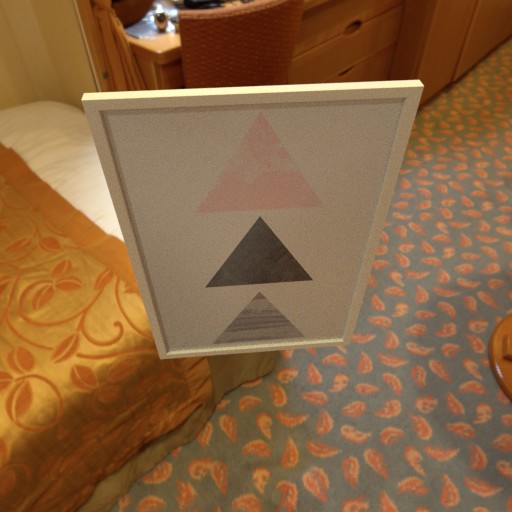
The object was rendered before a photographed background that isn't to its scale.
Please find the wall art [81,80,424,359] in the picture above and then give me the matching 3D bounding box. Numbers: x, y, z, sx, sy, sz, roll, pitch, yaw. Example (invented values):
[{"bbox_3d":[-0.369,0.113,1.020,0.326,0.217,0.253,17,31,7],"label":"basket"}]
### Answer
[{"bbox_3d":[0.000,0.000,0.553,0.303,0.433,0.013,-4,47,-3],"label":"wall art"}]
